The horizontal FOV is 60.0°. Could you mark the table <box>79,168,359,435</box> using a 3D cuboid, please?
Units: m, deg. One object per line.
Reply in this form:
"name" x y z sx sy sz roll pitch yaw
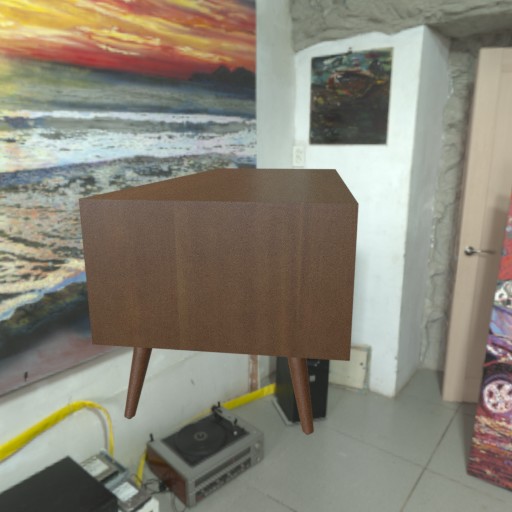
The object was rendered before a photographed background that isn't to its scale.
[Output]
"table" 0.000 0.000 1.337 0.490 0.464 1.119 2 14 8
